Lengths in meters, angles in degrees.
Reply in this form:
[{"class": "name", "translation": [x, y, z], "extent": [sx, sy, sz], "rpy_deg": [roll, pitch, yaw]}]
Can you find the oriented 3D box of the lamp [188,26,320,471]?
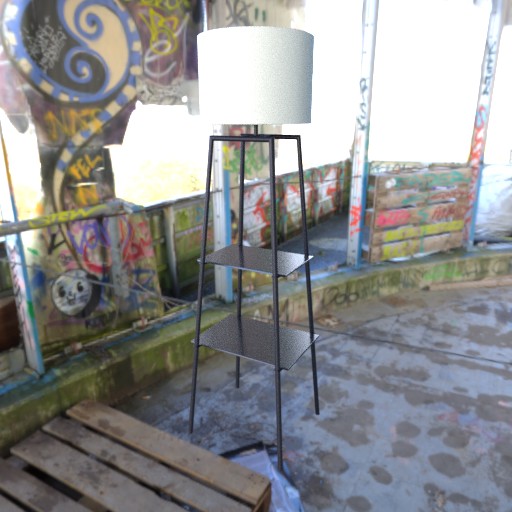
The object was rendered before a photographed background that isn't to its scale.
[{"class": "lamp", "translation": [0.000, 0.000, 1.647], "extent": [0.427, 1.474, 0.384], "rpy_deg": [9, 20, 28]}]
